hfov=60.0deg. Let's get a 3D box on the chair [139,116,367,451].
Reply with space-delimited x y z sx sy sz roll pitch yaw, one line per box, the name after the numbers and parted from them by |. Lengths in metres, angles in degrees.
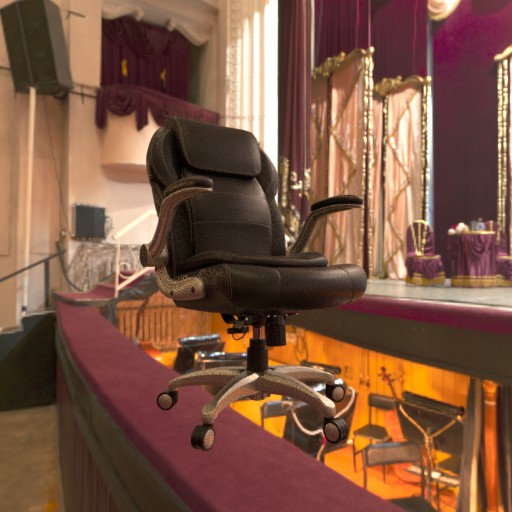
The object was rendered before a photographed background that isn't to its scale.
0.000 0.000 1.636 0.724 1.141 0.801 1 -1 -35 | chair
